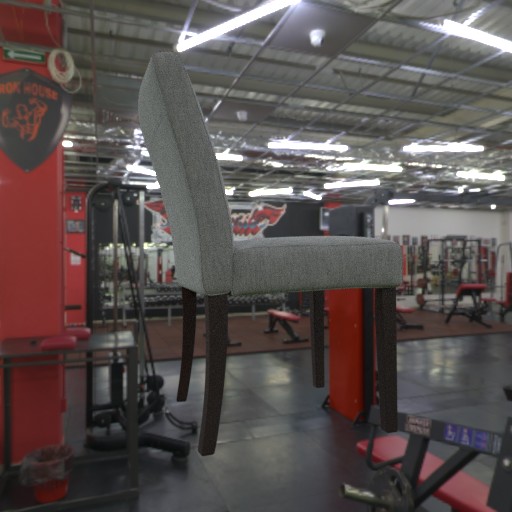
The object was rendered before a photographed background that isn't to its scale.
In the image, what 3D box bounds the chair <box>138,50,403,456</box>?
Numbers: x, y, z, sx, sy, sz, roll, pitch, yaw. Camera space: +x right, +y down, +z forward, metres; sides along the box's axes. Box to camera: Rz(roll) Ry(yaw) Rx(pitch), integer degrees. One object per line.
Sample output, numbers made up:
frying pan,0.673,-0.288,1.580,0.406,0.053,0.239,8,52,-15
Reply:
chair,0.000,0.000,1.227,0.629,0.884,0.487,0,0,-18
